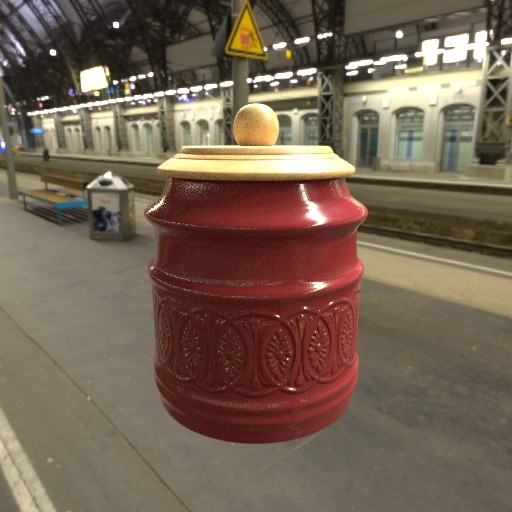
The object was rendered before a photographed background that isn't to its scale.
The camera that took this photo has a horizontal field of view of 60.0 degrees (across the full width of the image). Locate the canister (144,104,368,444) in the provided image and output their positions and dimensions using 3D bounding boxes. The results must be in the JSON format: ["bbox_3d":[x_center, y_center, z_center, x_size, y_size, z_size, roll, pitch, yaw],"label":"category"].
[{"bbox_3d":[0.000,0.000,0.271,0.130,0.176,0.130,0,14,0],"label":"canister"}]
